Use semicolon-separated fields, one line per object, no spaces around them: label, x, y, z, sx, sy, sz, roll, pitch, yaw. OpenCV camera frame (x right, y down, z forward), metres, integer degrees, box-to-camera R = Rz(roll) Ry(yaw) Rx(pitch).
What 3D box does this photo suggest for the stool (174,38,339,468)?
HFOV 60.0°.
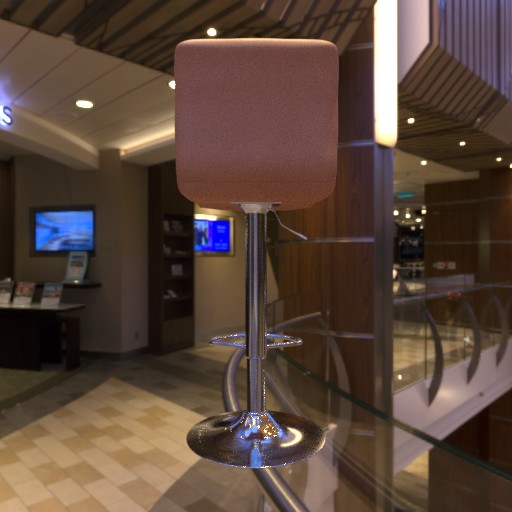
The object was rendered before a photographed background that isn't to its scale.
stool;0.000;0.000;1.366;0.430;1.115;0.505;0;0;0
